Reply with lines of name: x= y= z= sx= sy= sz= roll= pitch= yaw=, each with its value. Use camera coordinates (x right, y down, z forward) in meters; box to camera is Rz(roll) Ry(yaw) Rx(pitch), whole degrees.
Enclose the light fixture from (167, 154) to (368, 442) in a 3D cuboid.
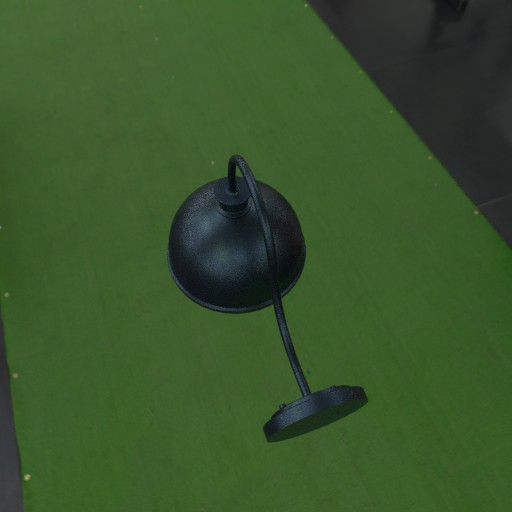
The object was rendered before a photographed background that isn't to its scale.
light fixture: x=0.000 y=0.000 z=0.637 sx=0.253 sy=0.295 sz=0.467 roll=-17 pitch=60 yaw=-10
